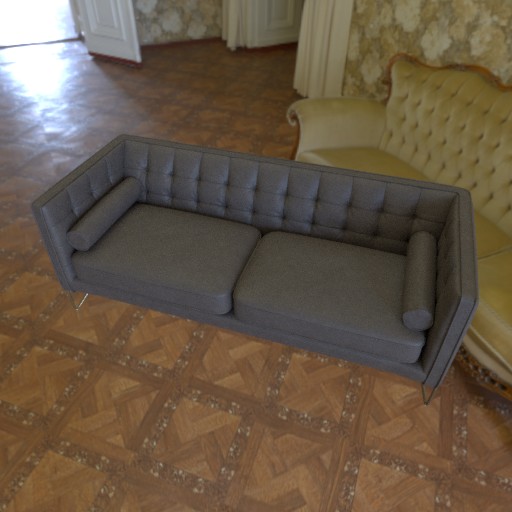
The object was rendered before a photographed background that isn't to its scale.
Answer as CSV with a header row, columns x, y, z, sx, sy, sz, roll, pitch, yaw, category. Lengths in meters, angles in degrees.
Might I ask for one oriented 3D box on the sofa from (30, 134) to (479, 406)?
x,y,z,sx,sy,sz,roll,pitch,yaw,category
0.000,0.000,2.457,2.087,0.789,0.867,12,42,14,sofa
